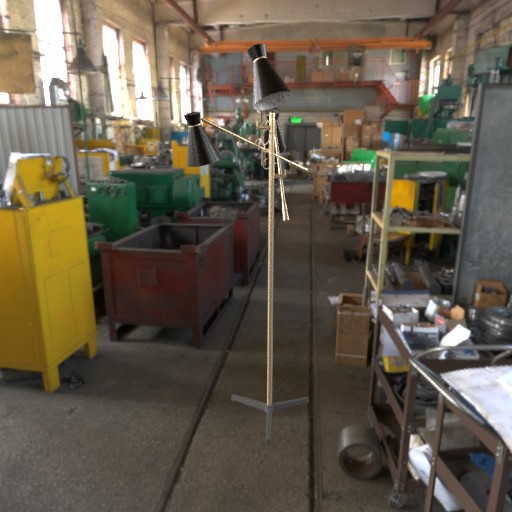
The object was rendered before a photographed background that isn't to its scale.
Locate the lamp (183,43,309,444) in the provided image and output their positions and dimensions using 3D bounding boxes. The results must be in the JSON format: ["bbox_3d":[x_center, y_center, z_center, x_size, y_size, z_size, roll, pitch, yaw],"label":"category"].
[{"bbox_3d":[0.000,0.000,2.168,0.653,1.804,0.750,-7,17,-26],"label":"lamp"}]
